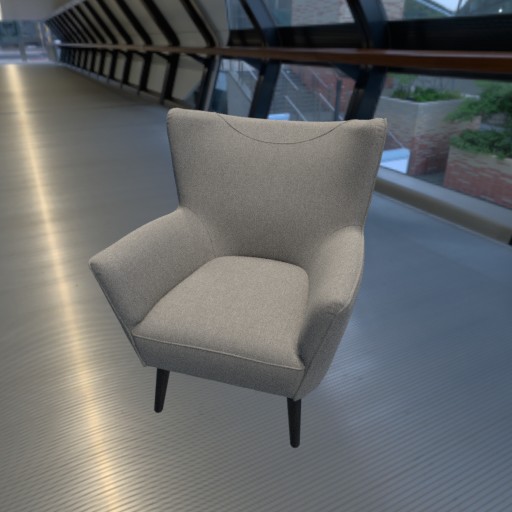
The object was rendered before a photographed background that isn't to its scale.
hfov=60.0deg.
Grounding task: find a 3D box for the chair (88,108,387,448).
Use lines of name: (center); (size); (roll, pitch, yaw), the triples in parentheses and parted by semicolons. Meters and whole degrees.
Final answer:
chair: (0.000, 0.000, 1.583); (0.781, 0.933, 0.888); (8, 28, 16)
